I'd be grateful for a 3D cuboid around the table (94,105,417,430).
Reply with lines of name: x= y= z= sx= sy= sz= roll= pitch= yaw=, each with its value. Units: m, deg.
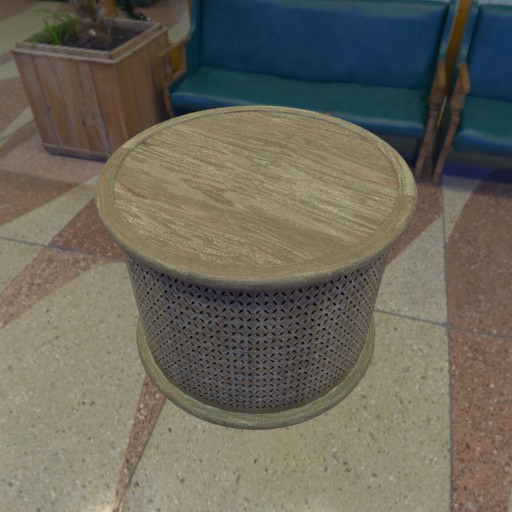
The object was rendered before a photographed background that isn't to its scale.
table: x=0.000 y=0.000 z=1.006 sx=0.607 sy=0.450 sz=0.607 roll=0 pitch=42 yaw=0
